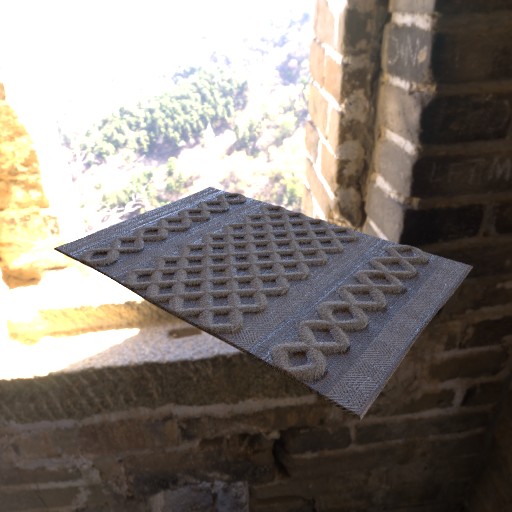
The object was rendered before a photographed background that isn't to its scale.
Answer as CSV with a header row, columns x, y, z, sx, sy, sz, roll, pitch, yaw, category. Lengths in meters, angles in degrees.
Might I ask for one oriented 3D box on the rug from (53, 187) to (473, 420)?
x,y,z,sx,sy,sz,roll,pitch,yaw,category
0.000,0.000,2.305,1.823,0.030,1.222,21,36,33,rug
